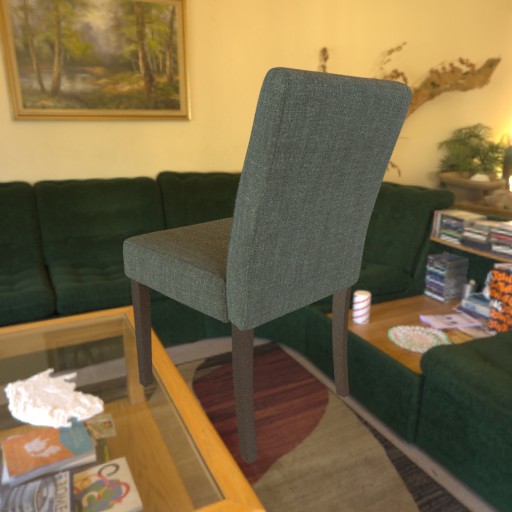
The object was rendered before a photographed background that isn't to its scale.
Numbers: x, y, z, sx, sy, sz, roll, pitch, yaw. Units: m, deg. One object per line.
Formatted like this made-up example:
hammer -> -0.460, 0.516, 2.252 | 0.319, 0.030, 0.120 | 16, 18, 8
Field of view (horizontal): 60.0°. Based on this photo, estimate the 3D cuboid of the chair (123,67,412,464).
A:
chair -> 0.000, 0.000, 1.210 | 0.487, 0.884, 0.629 | -16, 23, -42
